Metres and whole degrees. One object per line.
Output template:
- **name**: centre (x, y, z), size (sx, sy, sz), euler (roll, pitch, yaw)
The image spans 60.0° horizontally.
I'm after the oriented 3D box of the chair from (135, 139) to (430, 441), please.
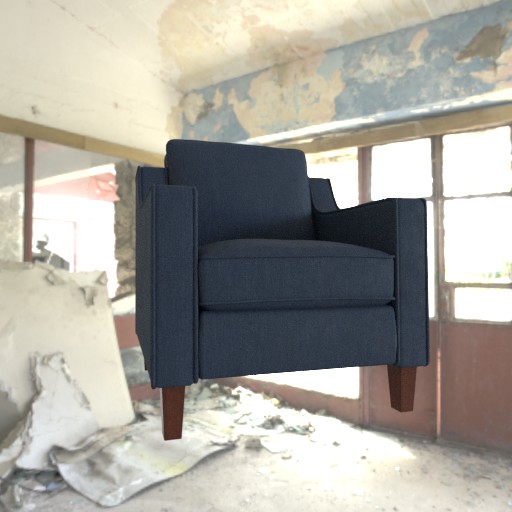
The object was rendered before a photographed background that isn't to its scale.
- **chair**: centre (0.000, 0.000, 1.639), size (0.831, 0.960, 0.909), euler (0, -1, -18)
